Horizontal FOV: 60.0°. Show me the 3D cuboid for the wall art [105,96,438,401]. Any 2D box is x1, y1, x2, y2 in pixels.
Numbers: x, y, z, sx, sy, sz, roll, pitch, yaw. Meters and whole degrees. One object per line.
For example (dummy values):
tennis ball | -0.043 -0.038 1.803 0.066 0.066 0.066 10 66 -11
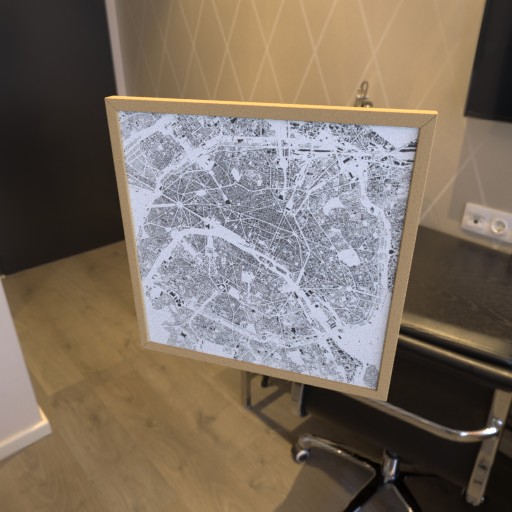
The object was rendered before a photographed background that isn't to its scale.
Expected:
wall art | 0.000 0.000 1.161 0.761 0.761 0.037 8 28 16
